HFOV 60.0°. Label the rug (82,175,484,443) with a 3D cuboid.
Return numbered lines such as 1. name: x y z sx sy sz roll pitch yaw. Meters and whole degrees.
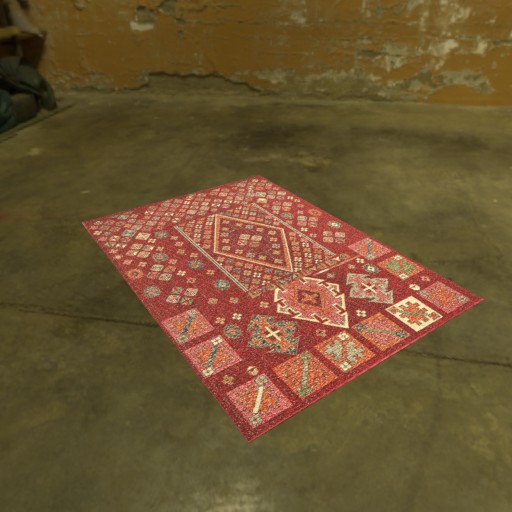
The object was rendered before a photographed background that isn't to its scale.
1. rug: 0.000 0.000 2.848 1.579 0.007 2.184 -20 38 -29
